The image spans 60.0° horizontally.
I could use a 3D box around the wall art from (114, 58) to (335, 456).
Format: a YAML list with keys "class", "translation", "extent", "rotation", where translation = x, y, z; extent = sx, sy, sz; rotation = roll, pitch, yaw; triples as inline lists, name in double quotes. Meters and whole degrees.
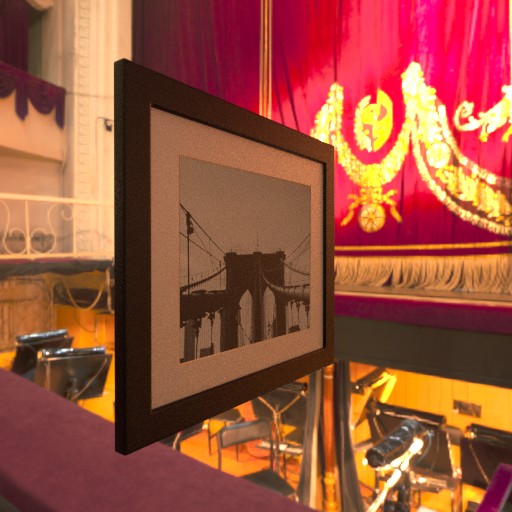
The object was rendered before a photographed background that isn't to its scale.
- class: "wall art"
  translation: [0.000, 0.000, 0.714]
  extent: [0.018, 0.450, 0.521]
  rotation: [0, 1, 37]
